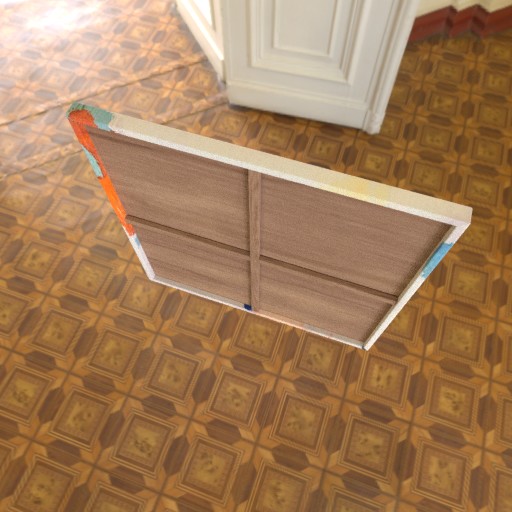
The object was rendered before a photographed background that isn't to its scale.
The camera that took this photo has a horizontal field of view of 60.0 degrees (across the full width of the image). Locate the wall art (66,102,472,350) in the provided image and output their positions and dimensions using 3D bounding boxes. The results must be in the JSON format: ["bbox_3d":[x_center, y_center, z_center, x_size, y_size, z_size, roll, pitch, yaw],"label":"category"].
[{"bbox_3d":[0.000,0.000,1.212,0.814,0.814,0.037,17,64,9],"label":"wall art"}]
